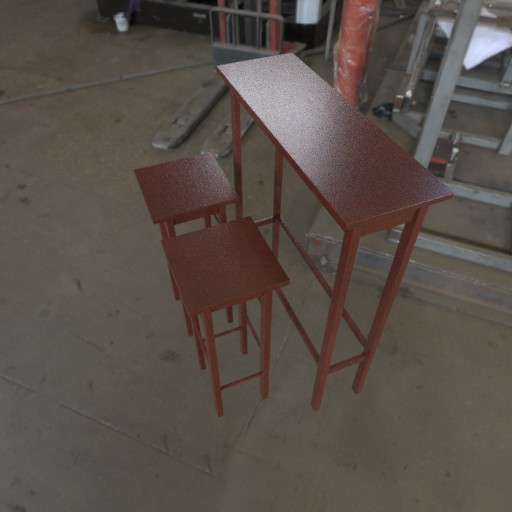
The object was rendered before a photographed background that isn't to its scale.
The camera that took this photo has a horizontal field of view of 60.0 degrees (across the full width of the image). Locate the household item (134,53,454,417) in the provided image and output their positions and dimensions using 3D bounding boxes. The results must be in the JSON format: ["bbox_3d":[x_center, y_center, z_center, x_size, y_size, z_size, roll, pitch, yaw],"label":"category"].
[{"bbox_3d":[0.000,0.000,1.677,0.676,1.067,0.914,-17,49,-15],"label":"household item"}]
